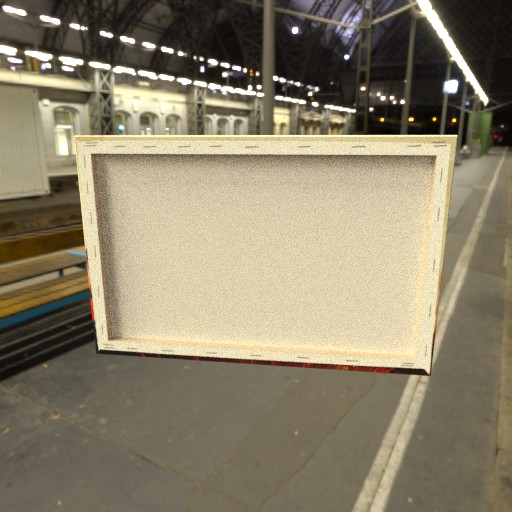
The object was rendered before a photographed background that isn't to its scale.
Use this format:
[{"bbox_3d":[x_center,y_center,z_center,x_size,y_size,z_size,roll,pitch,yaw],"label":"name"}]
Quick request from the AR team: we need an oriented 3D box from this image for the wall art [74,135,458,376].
[{"bbox_3d":[0.000,0.000,1.146,0.918,0.602,0.038,2,15,8],"label":"wall art"}]
